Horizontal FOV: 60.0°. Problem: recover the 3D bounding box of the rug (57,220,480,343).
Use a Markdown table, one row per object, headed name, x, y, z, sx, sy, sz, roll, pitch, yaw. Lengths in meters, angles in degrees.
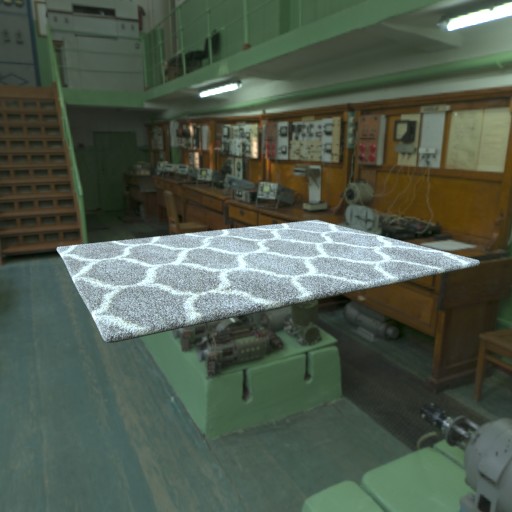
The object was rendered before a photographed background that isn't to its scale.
| name | x | y | z | sx | sy | sz | roll | pitch | yaw |
| --- | --- | --- | --- | --- | --- | --- | --- | --- | --- |
| rug | 0.000 | 0.000 | 2.072 | 1.600 | 0.025 | 1.200 | -8 | 17 | -28 |
